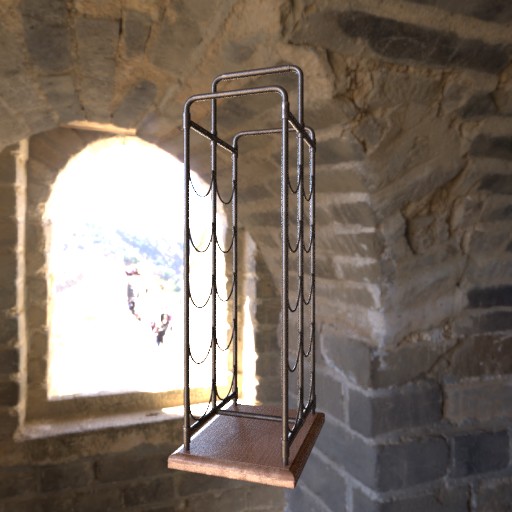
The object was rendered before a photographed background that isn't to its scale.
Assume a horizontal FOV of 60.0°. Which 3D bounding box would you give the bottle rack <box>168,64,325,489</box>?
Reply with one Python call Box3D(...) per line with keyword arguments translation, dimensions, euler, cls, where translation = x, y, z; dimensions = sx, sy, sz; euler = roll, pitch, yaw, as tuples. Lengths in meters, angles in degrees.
Box3D(translation=(0.000, 0.000, 0.808), dimensions=(0.208, 0.680, 0.276), euler=(0, 0, 18), cls="bottle rack")
